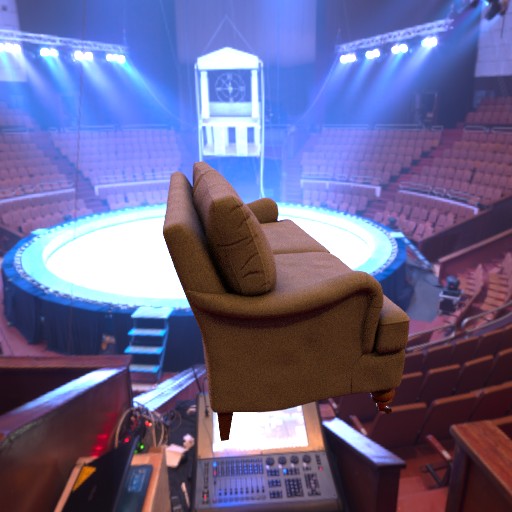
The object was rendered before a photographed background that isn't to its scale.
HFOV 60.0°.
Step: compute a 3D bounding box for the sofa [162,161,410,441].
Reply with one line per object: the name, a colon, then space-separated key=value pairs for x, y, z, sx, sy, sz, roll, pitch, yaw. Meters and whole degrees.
sofa: x=0.000 y=0.000 z=2.852 sx=1.069 sy=1.096 sz=2.193 roll=-3 pitch=16 yaw=-9
